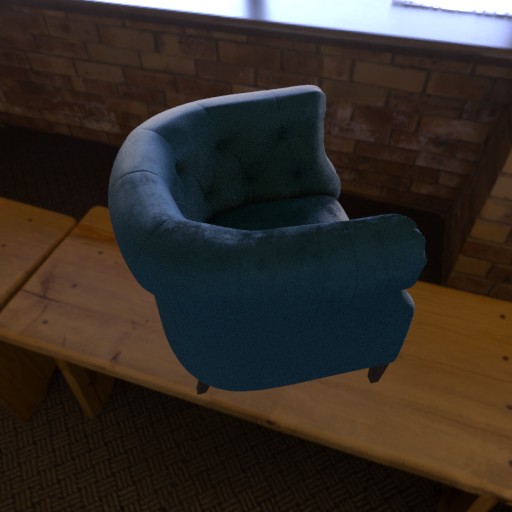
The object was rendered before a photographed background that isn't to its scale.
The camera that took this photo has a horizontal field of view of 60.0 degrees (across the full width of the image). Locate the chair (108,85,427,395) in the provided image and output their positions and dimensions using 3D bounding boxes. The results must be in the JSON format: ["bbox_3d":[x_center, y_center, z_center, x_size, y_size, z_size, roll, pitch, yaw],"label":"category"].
[{"bbox_3d":[0.000,0.000,1.545,0.851,0.826,0.904,-10,48,-9],"label":"chair"}]
